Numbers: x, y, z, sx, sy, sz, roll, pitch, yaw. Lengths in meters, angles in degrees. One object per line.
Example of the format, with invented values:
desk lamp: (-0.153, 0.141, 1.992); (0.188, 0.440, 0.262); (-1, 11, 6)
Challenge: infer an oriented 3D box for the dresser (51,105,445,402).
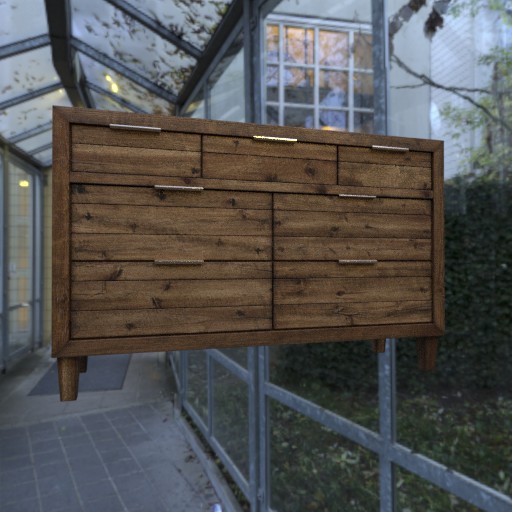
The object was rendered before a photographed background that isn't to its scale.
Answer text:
dresser: (0.000, 0.000, 1.714); (1.387, 0.892, 0.438); (0, 0, -16)
